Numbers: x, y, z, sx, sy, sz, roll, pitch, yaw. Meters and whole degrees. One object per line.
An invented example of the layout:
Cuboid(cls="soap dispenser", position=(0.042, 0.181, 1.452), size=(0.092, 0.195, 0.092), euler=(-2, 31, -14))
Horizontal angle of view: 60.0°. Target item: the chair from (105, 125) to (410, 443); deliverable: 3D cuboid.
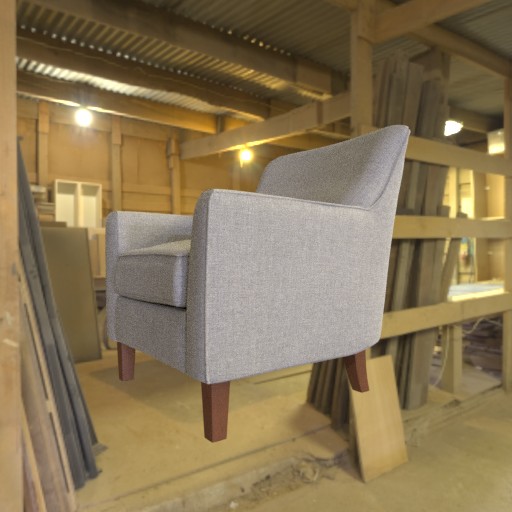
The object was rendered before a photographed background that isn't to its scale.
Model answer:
Cuboid(cls="chair", position=(0.000, 0.000, 1.815), size=(0.993, 1.047, 0.887), euler=(0, 1, -36))
